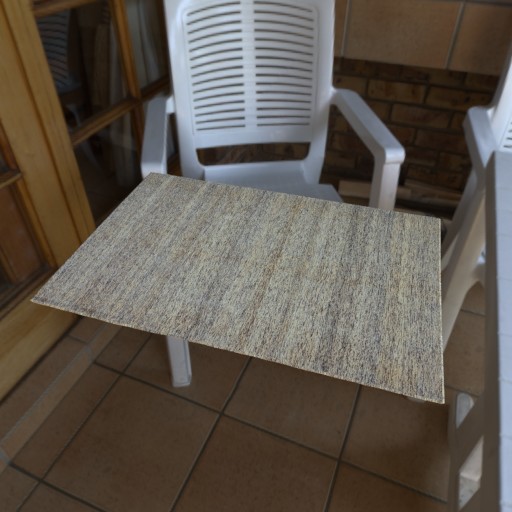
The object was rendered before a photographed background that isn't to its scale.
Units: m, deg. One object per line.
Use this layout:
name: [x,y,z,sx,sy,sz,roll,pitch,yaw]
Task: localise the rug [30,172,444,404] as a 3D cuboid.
rug: [0.000,0.000,2.311,1.846,0.014,1.243,11,42,13]
